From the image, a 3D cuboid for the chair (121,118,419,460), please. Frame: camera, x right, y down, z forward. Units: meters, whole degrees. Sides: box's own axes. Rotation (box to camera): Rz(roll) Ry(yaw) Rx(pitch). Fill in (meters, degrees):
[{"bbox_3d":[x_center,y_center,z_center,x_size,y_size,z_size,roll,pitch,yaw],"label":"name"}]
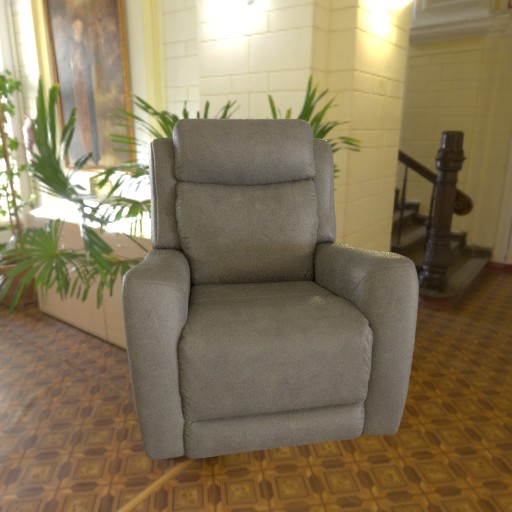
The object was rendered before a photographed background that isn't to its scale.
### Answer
[{"bbox_3d":[0.000,0.000,1.850,0.965,1.116,1.068,-2,16,-8],"label":"chair"}]
